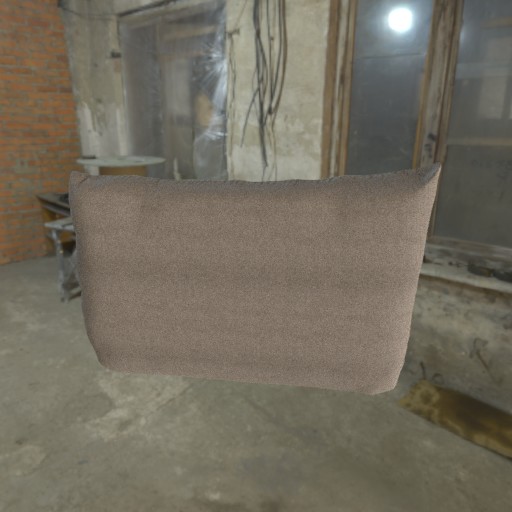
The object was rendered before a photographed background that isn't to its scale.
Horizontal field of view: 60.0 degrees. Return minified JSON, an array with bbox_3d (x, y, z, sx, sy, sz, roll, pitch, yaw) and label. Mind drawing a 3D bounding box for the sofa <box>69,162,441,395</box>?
[{"bbox_3d":[0.000,0.000,1.746,1.144,0.795,0.847,2,17,8],"label":"sofa"}]
